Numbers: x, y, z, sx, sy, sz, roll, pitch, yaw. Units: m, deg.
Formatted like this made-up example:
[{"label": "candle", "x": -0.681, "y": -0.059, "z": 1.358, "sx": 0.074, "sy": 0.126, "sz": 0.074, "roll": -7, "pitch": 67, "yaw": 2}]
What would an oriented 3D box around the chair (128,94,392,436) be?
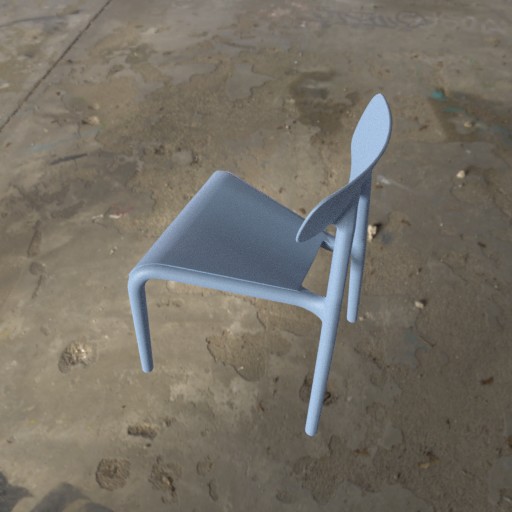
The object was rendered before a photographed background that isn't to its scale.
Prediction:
[{"label": "chair", "x": 0.000, "y": 0.000, "z": 0.824, "sx": 0.401, "sy": 0.580, "sz": 0.356, "roll": 18, "pitch": 50, "yaw": 16}]
